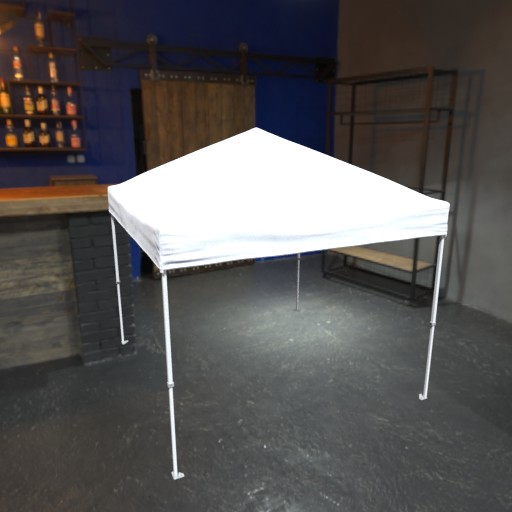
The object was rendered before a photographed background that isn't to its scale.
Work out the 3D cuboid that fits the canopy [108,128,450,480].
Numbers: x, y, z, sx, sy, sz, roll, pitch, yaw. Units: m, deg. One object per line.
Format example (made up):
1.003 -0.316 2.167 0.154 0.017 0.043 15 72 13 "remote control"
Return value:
0.000 0.000 5.390 2.998 2.997 2.996 -7 17 -24 "canopy"
